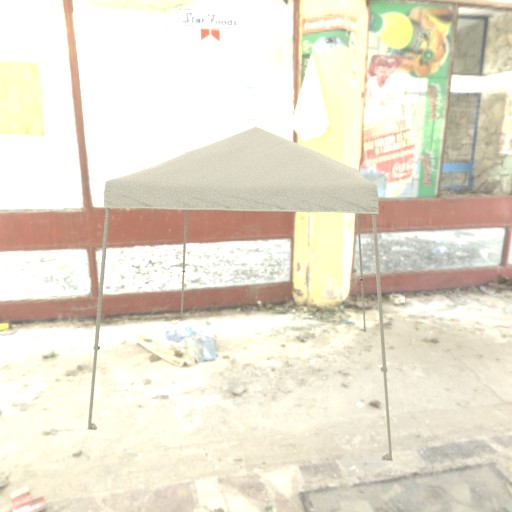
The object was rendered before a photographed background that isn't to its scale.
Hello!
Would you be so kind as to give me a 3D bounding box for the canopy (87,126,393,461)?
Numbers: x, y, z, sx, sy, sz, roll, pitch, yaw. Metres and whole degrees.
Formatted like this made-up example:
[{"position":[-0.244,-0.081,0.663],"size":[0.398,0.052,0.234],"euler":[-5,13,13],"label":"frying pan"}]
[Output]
[{"position":[0.000,0.000,6.414],"size":[3.599,3.600,3.600],"euler":[2,14,9],"label":"canopy"}]
